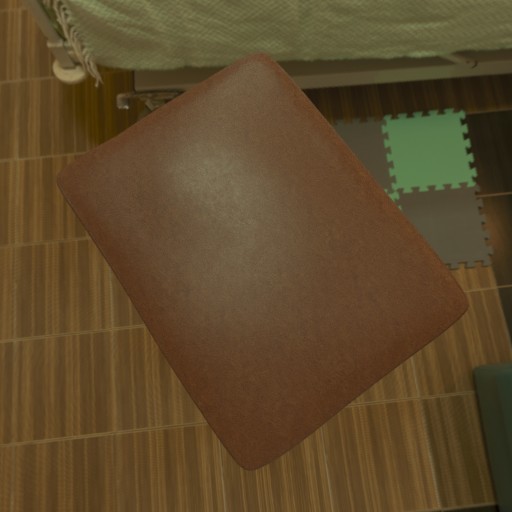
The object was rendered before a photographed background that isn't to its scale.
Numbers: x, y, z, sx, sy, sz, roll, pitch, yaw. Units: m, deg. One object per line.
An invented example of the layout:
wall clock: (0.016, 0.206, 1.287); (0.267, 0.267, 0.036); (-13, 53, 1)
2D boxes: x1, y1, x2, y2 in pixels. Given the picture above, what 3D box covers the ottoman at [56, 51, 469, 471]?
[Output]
ottoman: (0.000, 0.000, 1.227); (0.650, 0.485, 0.851); (-34, 79, -8)
